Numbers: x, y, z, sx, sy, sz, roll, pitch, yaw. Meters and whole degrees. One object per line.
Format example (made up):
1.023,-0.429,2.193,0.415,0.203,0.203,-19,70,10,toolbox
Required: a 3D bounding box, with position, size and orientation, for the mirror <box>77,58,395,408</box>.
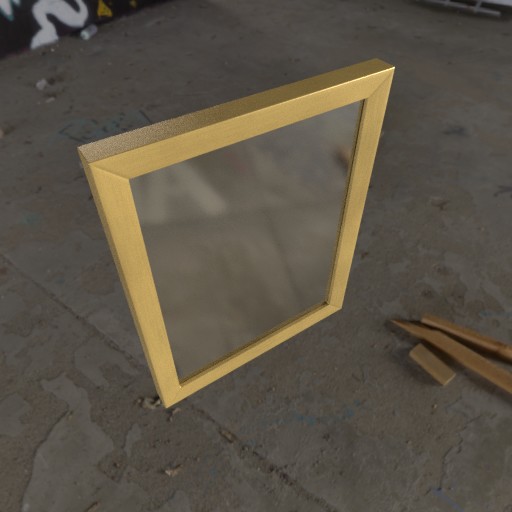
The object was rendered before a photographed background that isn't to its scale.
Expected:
0.000,0.000,0.689,0.405,0.508,0.041,-25,51,-23,mirror
